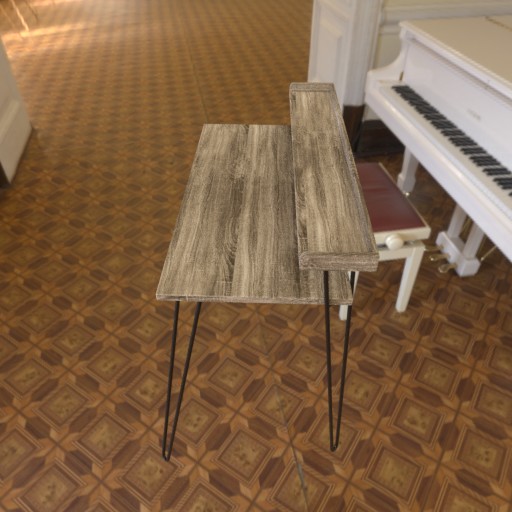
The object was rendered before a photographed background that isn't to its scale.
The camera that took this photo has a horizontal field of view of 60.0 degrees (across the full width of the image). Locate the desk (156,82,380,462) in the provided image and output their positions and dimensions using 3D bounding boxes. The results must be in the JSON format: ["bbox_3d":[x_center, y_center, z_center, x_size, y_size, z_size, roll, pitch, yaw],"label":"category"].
[{"bbox_3d":[0.000,0.000,1.631,0.605,0.899,1.135,1,41,2],"label":"desk"}]
